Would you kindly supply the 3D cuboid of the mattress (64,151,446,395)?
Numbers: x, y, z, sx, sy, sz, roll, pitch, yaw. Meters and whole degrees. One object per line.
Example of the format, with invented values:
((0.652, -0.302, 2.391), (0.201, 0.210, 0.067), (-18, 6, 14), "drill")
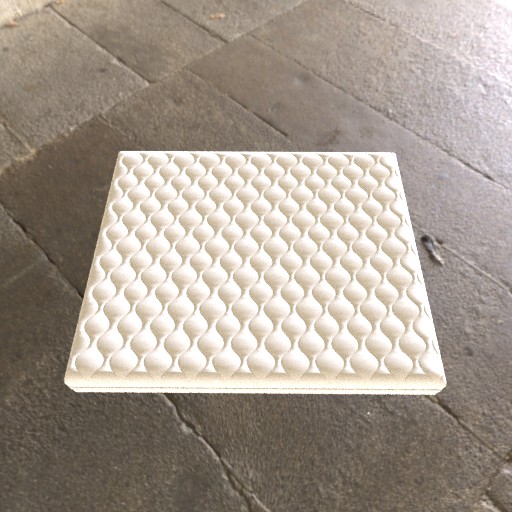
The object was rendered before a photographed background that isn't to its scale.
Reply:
((0.000, 0.000, 2.669), (1.900, 0.200, 1.600), (0, 58, 0), "mattress")
